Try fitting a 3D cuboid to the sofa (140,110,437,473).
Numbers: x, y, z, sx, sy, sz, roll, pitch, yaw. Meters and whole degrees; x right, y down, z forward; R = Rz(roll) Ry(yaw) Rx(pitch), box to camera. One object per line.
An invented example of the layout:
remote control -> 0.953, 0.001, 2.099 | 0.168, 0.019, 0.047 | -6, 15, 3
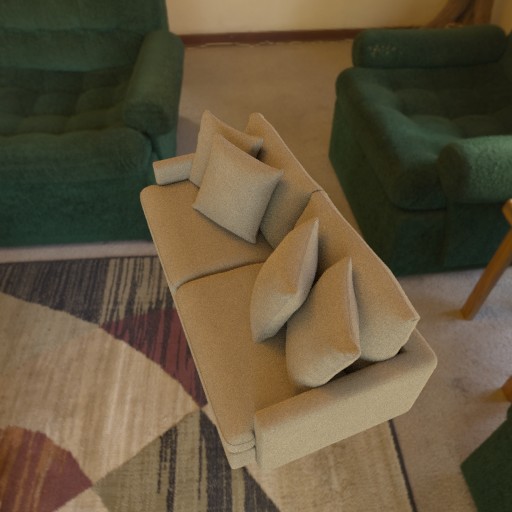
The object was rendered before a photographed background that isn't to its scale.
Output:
sofa -> 0.000, 0.000, 3.062 | 1.228, 1.084, 2.380 | -16, 50, -14
